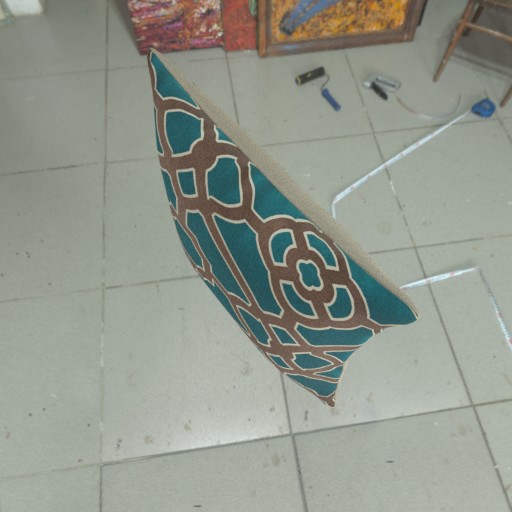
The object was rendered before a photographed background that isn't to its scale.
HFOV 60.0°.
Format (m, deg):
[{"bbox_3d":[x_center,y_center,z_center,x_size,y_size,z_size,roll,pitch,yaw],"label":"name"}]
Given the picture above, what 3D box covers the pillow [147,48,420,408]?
[{"bbox_3d":[0.000,0.000,0.766,0.166,0.507,0.526,-34,67,-17],"label":"pillow"}]
